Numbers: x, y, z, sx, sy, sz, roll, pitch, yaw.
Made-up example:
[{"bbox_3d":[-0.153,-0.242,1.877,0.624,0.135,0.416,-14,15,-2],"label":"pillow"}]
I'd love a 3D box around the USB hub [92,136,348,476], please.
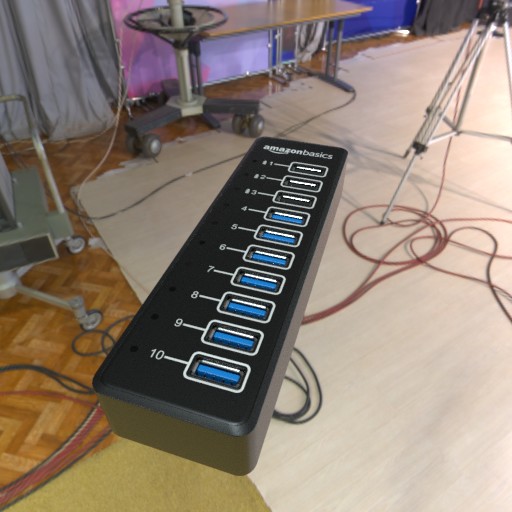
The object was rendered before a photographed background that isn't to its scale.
[{"bbox_3d":[0.000,0.000,0.165,0.044,0.023,0.145,12,43,13],"label":"USB hub"}]
